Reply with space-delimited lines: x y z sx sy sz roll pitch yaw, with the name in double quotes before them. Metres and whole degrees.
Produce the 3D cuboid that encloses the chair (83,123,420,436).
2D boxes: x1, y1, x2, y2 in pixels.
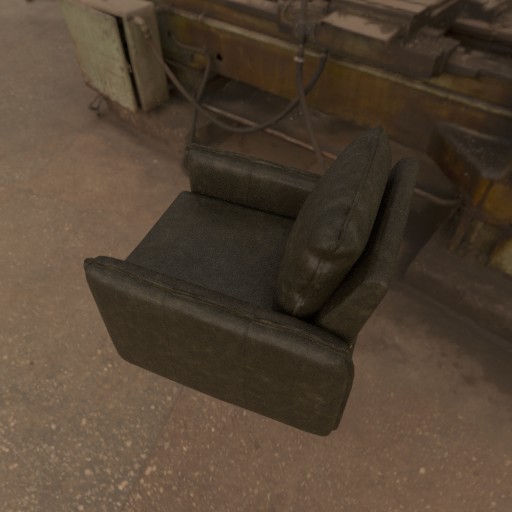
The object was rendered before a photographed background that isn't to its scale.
"chair" 0.000 0.000 1.615 0.921 0.921 0.830 16 49 15
